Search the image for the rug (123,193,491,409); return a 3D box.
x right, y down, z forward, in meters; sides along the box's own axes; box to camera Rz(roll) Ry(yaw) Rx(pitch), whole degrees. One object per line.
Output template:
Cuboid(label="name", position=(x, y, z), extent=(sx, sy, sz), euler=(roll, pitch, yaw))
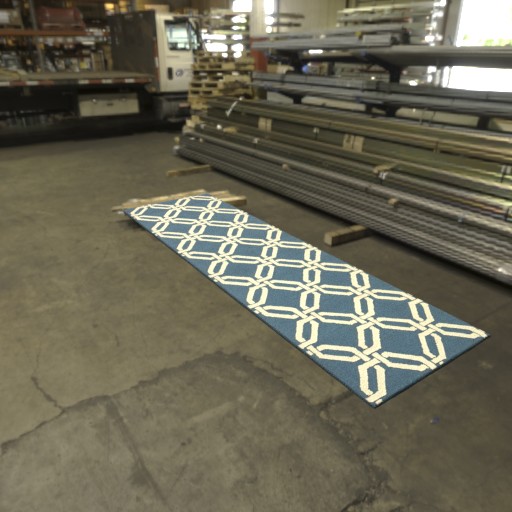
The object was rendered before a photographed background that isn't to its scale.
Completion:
Cuboid(label="rug", position=(0.000, 0.000, 2.419), extent=(0.678, 0.014, 2.276), euler=(-17, 30, -31))
